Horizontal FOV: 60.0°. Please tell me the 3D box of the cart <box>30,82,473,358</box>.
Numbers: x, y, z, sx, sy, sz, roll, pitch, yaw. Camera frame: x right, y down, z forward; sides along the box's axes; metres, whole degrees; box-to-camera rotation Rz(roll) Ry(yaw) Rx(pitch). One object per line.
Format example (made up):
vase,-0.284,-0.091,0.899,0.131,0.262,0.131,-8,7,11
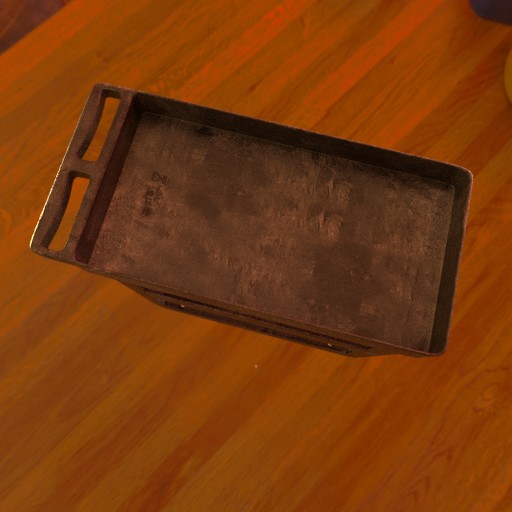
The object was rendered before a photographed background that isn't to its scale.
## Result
cart,0.000,0.000,1.339,0.877,0.824,0.420,14,76,4
